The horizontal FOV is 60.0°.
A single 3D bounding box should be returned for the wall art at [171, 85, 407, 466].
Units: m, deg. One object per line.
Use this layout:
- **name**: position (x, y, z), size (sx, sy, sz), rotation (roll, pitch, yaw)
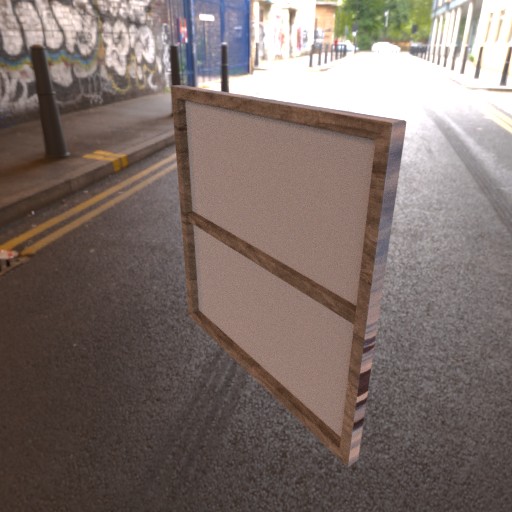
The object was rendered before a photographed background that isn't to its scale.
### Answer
- **wall art**: position (0.000, 0.000, 1.106), size (0.035, 0.747, 0.747), rotation (-18, 31, -32)
